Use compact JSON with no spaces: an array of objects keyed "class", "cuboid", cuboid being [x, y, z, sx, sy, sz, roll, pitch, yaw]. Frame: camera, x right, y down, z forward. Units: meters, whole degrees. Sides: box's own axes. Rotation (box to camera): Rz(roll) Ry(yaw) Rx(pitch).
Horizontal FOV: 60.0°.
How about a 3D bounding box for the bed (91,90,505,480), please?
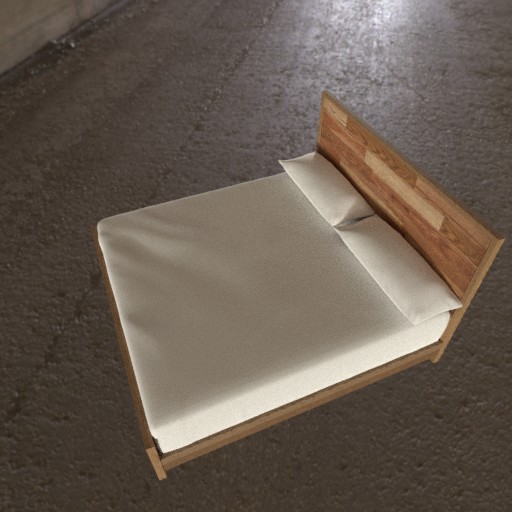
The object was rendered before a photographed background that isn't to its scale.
[{"class":"bed","cuboid":[0.000,0.000,3.291,2.184,1.295,2.013,-17,48,-16]}]
